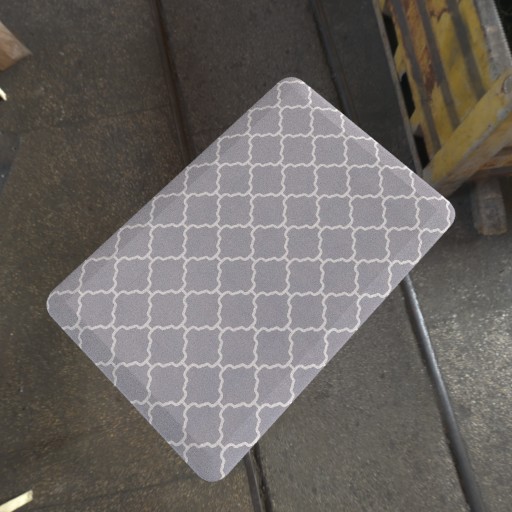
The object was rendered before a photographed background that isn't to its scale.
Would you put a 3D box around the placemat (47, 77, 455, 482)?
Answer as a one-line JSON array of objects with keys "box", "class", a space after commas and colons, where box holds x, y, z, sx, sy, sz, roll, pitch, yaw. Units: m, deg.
[{"box": [0.000, 0.000, 0.930, 0.508, 0.021, 0.762, 43, 80, 10], "class": "placemat"}]
